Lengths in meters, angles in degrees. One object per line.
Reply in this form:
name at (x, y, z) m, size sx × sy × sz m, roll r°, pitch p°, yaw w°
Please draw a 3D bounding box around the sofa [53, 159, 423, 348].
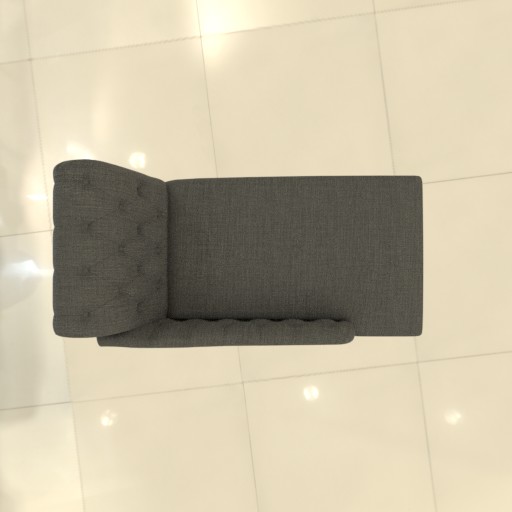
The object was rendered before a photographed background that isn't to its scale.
sofa at (0.000, 0.000, 1.823) m, size 1.379 × 0.787 × 0.675 m, roll 0°, pitch 90°, yaw 2°
